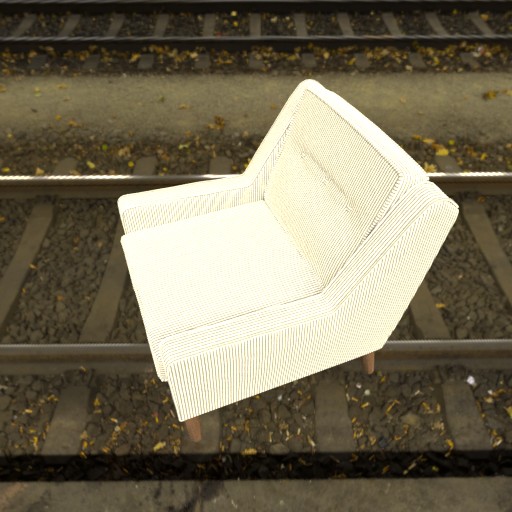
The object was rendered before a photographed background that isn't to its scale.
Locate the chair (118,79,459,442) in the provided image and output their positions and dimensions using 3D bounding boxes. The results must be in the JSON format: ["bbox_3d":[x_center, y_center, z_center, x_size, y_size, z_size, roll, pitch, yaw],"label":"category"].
[{"bbox_3d":[0.000,0.000,1.348,0.743,0.792,0.663,-16,48,-15],"label":"chair"}]
